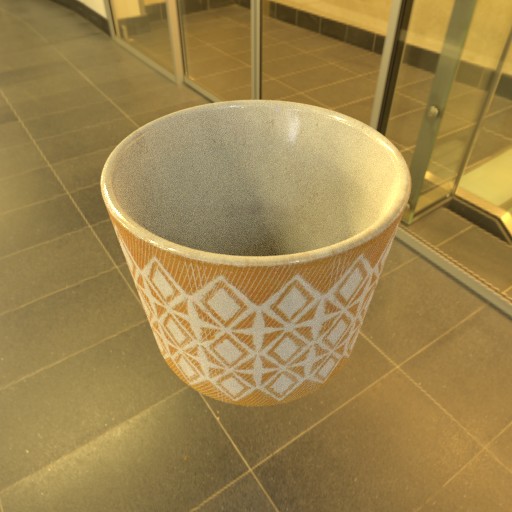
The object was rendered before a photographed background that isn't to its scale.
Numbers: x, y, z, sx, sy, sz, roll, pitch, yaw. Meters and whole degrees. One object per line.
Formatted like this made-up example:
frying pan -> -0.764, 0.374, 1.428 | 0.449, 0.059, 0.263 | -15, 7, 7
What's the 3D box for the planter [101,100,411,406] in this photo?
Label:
planter -> 0.000, 0.000, 0.338 | 0.193, 0.165, 0.193 | 0, 42, 0
